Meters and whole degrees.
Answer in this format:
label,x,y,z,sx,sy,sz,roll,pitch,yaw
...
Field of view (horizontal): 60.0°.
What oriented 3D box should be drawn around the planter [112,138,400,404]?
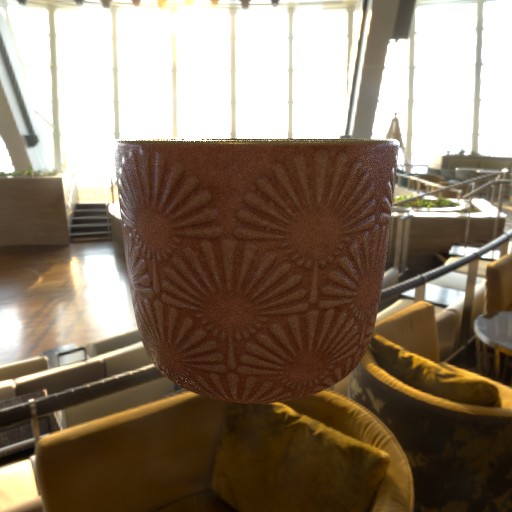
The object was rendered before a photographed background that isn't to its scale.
label,x,y,z,sx,sy,sz,roll,pitch,yaw
planter,0.000,0.000,0.214,0.124,0.109,0.124,0,15,0
